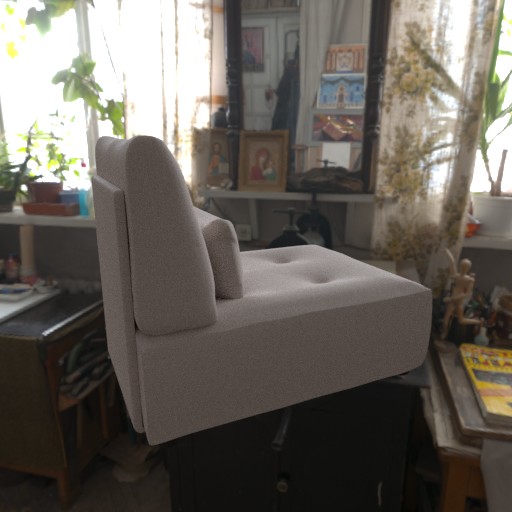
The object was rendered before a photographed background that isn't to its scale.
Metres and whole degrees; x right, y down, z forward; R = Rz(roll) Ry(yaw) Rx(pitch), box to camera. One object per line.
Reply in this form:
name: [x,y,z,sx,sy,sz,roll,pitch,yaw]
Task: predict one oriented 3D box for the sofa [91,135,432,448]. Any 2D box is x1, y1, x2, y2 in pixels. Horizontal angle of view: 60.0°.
sofa: [0.000,0.000,1.562,1.000,0.820,0.700,-7,16,-25]
